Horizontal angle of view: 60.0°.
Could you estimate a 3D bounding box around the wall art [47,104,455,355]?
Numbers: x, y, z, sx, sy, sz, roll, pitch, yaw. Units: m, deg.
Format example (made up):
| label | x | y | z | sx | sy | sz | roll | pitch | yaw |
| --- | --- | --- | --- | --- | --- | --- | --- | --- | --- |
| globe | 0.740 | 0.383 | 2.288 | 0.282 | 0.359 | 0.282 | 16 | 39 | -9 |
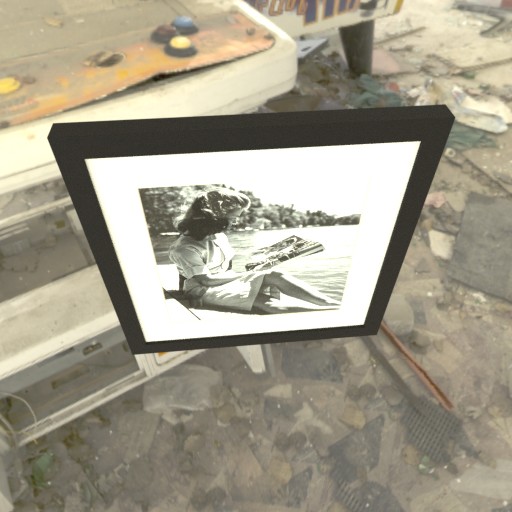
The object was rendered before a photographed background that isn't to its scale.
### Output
| label | x | y | z | sx | sy | sz | roll | pitch | yaw |
| --- | --- | --- | --- | --- | --- | --- | --- | --- | --- |
| wall art | 0.000 | 0.000 | 0.677 | 0.462 | 0.458 | 0.030 | -4 | 47 | -4 |
